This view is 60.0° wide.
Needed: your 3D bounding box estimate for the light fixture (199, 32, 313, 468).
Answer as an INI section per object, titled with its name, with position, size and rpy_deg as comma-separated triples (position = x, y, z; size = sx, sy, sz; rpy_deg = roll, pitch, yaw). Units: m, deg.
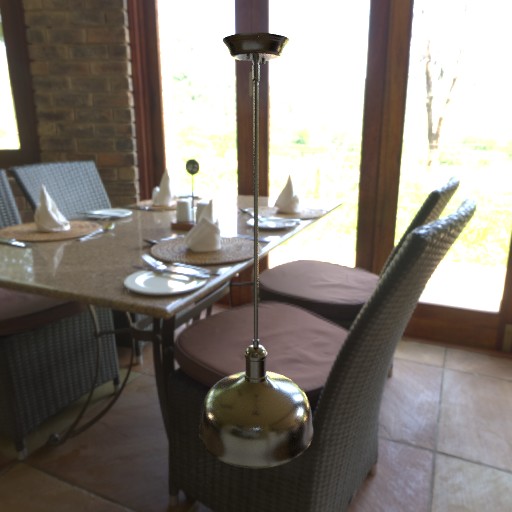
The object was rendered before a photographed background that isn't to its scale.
[light fixture]
position = 0.000, 0.000, 1.048
size = 0.299, 0.935, 0.299
rpy_deg = 8, 17, 27
